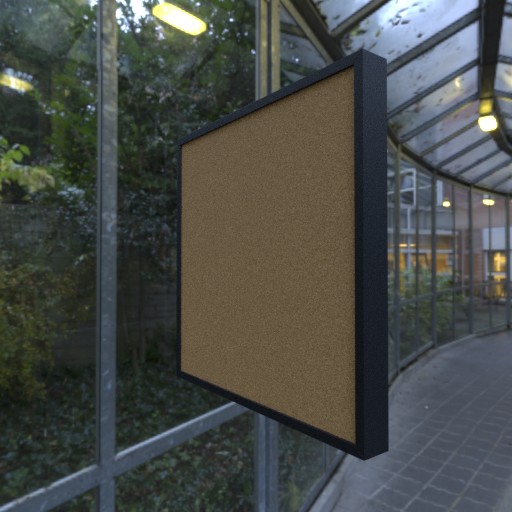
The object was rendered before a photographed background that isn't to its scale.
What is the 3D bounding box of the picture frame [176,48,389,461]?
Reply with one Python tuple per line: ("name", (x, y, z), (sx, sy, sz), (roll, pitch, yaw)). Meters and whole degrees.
("picture frame", (0.000, 0.000, 0.477), (0.030, 0.317, 0.317), (1, -1, -37))
